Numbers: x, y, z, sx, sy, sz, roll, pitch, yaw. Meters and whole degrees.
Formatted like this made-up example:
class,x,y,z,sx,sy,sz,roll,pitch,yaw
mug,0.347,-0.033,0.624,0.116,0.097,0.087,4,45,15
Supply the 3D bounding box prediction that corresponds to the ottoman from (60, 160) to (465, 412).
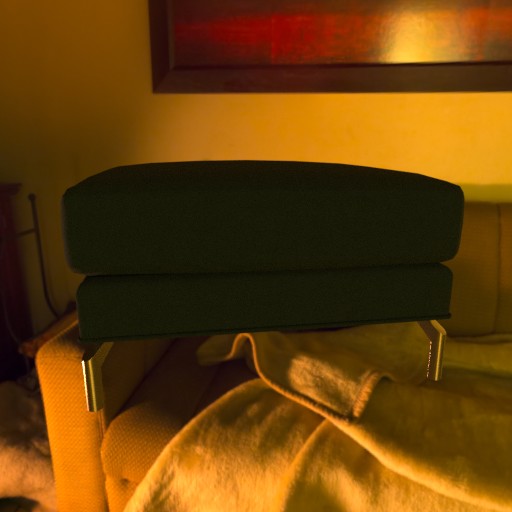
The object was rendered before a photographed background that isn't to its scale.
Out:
class,x,y,z,sx,sy,sz,roll,pitch,yaw
ottoman,0.000,0.000,1.196,0.835,0.498,0.587,-2,15,-9
